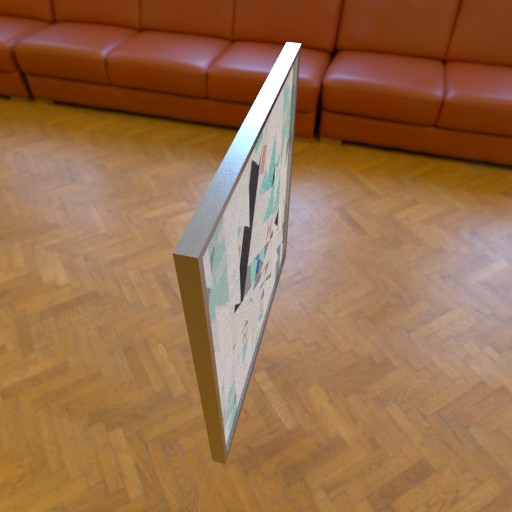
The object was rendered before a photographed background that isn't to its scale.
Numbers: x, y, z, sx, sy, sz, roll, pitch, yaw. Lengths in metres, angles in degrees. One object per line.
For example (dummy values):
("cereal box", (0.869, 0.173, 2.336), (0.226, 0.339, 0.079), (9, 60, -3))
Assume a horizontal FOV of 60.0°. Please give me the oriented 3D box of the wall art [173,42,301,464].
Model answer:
("wall art", (0.000, 0.000, 1.186), (0.038, 0.806, 0.806), (10, 47, 10))
